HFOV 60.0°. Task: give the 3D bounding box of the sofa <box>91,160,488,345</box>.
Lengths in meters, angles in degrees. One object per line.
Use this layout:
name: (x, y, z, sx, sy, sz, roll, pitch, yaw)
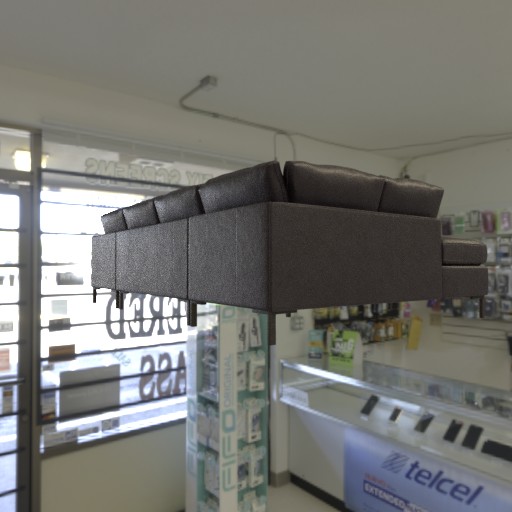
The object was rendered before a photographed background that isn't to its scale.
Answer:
sofa: (0.000, 0.000, 3.751, 1.939, 0.900, 2.956, 1, -2, -36)
